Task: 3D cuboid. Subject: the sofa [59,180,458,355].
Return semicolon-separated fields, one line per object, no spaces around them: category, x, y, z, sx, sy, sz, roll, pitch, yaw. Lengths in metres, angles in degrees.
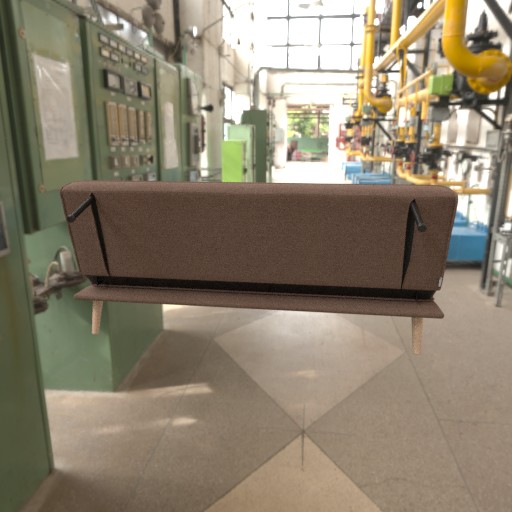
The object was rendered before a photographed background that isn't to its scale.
sofa;0.000;0.000;2.362;1.820;0.810;1.038;2;15;8
